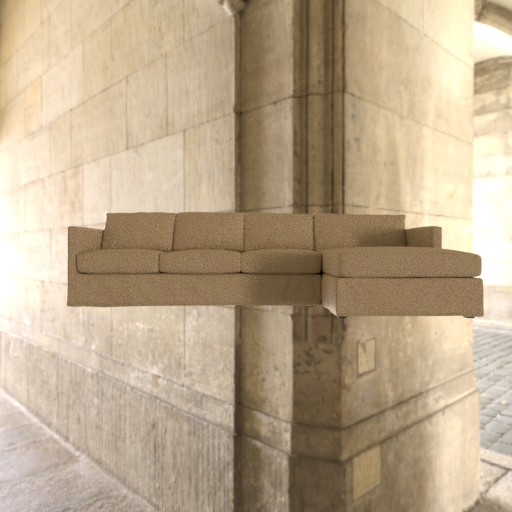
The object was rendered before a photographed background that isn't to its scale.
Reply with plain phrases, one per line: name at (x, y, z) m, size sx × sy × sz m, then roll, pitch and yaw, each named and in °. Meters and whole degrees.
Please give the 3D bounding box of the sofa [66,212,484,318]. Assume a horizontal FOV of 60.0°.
sofa at (0.000, 0.000, 3.852) m, size 3.206 × 0.871 × 1.622 m, roll 0°, pitch 1°, yaw 0°
